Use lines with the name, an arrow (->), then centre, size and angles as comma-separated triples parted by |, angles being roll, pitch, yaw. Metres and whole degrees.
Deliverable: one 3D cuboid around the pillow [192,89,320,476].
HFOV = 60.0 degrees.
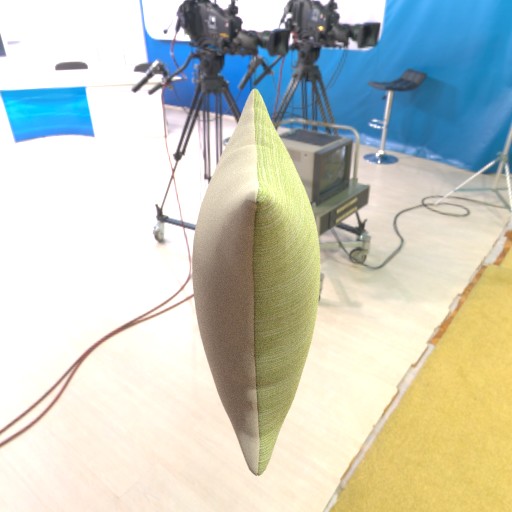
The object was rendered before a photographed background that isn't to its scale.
pillow -> 0.000, 0.000, 0.807 | 0.229, 0.487, 0.560 | 0, 31, 0
